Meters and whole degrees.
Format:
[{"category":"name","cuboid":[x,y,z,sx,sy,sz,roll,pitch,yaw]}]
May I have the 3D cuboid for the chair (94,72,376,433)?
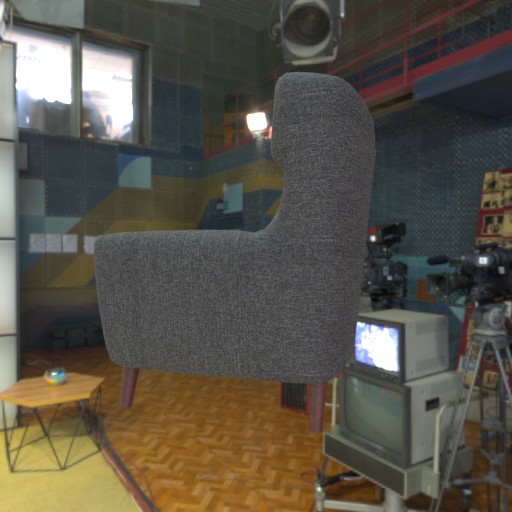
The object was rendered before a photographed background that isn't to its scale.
[{"category":"chair","cuboid":[0.000,0.000,1.730,0.904,1.063,0.878,0,1,18]}]
